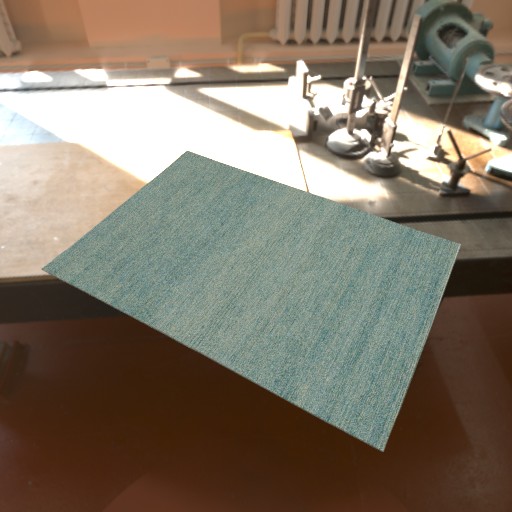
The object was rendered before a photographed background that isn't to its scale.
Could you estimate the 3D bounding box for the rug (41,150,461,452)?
[{"bbox_3d":[0.000,0.000,2.932,2.305,0.029,1.593,23,50,20],"label":"rug"}]
